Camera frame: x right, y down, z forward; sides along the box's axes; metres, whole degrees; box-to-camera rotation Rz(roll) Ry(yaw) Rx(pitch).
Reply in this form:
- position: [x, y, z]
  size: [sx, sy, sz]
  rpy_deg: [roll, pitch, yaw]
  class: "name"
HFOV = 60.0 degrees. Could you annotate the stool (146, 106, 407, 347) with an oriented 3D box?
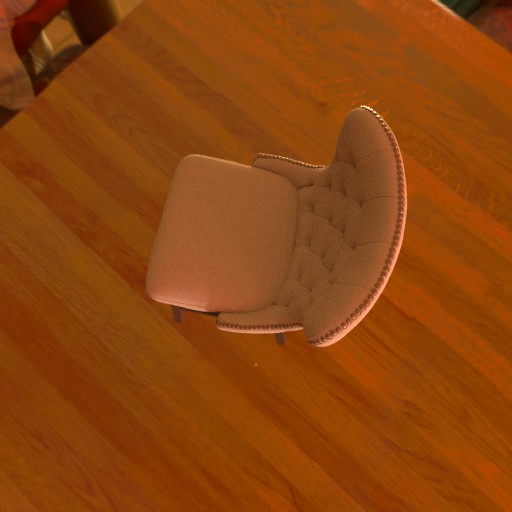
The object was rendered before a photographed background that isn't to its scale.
- position: [0.000, 0.000, 1.390]
  size: [0.605, 1.066, 0.528]
  rpy_deg: [12, 77, 3]
  class: "stool"
